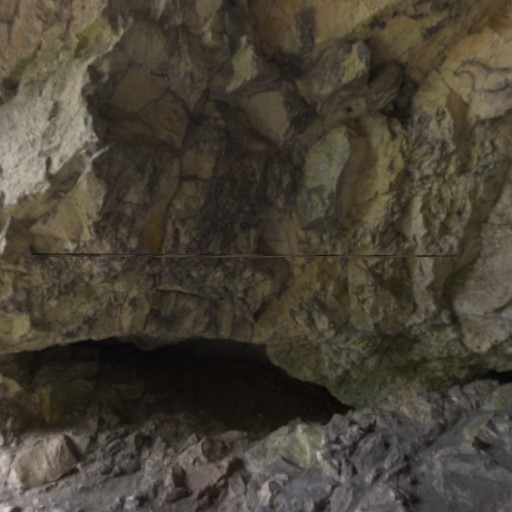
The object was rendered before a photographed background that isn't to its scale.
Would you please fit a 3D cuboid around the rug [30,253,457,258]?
[{"bbox_3d":[0.000,0.000,2.778,2.440,0.009,0.760,0,-1,-19],"label":"rug"}]
